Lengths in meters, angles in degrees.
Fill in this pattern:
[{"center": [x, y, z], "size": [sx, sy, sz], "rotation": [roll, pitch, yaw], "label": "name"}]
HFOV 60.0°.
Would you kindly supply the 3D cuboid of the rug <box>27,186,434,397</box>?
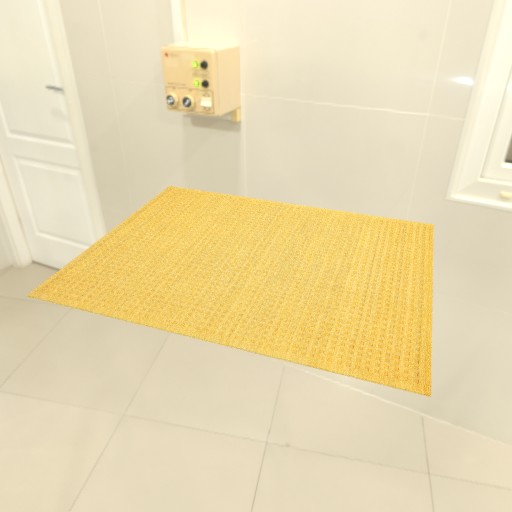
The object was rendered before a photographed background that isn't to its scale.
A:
[{"center": [0.000, 0.000, 4.293], "size": [3.242, 0.015, 2.486], "rotation": [10, 33, 16], "label": "rug"}]
